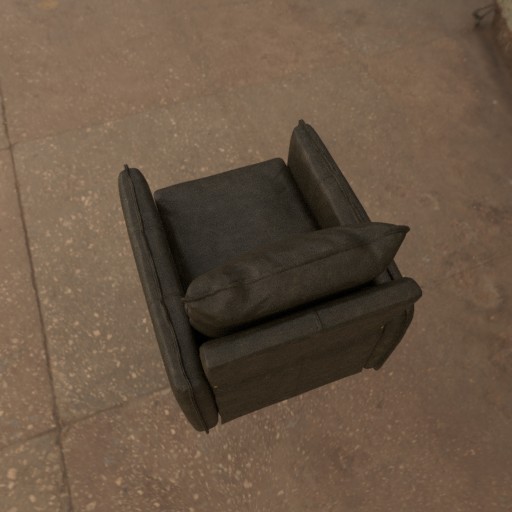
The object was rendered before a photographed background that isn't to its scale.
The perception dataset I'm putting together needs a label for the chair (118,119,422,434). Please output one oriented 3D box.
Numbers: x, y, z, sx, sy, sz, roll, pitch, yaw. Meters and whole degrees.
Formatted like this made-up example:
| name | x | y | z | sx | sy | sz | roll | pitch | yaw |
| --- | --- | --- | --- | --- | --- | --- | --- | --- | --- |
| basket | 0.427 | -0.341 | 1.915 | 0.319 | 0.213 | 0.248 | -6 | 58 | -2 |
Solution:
| name | x | y | z | sx | sy | sz | roll | pitch | yaw |
| --- | --- | --- | --- | --- | --- | --- | --- | --- | --- |
| chair | 0.000 | 0.000 | 1.584 | 0.830 | 0.921 | 0.921 | -17 | 60 | -10 |
